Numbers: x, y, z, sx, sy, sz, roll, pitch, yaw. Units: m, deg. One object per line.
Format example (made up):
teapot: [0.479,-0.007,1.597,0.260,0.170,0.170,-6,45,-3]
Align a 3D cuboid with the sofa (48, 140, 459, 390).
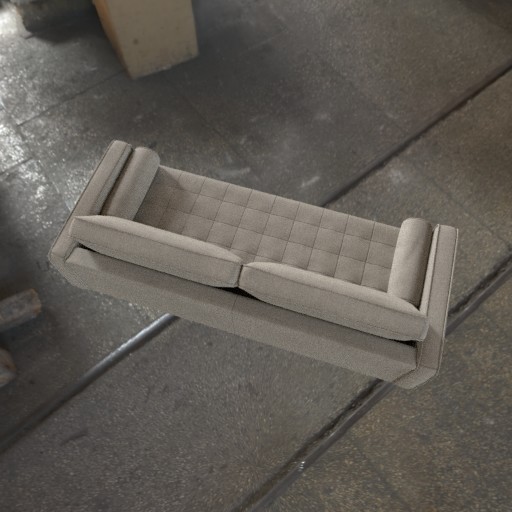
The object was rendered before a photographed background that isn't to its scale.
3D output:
sofa: [0.000,0.000,2.687,2.211,0.762,0.914,16,65,7]
